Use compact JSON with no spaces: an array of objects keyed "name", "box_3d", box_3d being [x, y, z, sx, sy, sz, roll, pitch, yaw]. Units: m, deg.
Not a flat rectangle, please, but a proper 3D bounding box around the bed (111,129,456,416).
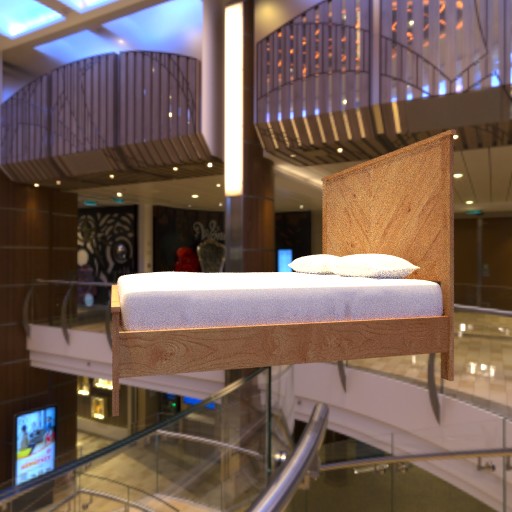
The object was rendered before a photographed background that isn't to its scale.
[{"name":"bed","box_3d":[0.000,0.000,4.088,2.530,1.938,2.225,0,0,-18]}]
